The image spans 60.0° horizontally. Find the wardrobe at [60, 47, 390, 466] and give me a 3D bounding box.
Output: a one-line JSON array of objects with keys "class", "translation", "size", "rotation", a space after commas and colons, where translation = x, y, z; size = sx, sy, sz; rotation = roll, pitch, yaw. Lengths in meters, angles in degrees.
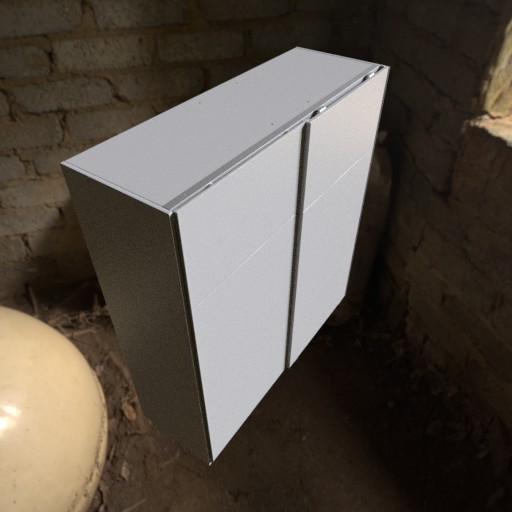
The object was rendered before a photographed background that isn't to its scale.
[{"class": "wardrobe", "translation": [0.000, 0.000, 2.792], "size": [0.629, 1.960, 1.780], "rotation": [25, 48, 26]}]
